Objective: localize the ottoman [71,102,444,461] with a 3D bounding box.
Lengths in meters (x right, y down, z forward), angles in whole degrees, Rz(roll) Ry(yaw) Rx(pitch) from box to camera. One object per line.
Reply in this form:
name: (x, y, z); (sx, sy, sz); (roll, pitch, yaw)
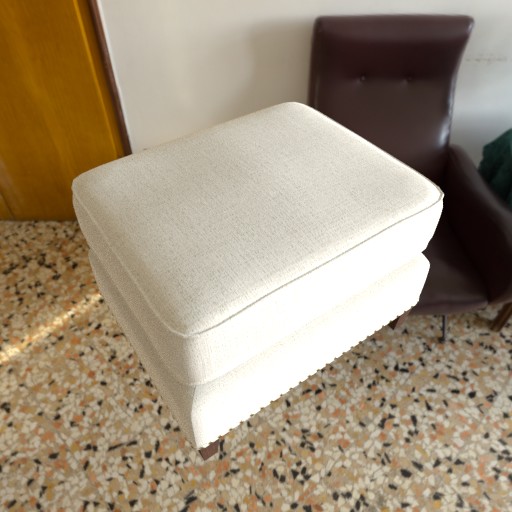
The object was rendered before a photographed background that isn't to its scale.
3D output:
ottoman: (0.000, 0.000, 1.164); (0.738, 0.537, 0.589); (-27, 52, -24)
